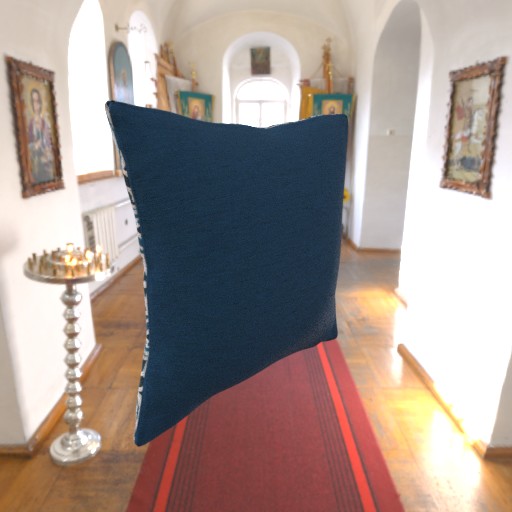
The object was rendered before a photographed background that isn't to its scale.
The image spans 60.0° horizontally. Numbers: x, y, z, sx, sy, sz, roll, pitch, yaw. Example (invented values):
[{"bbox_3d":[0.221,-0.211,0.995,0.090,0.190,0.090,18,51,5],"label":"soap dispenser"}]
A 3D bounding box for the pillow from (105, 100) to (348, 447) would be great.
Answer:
[{"bbox_3d":[0.000,0.000,0.657,0.145,0.420,0.440,15,22,43],"label":"pillow"}]
